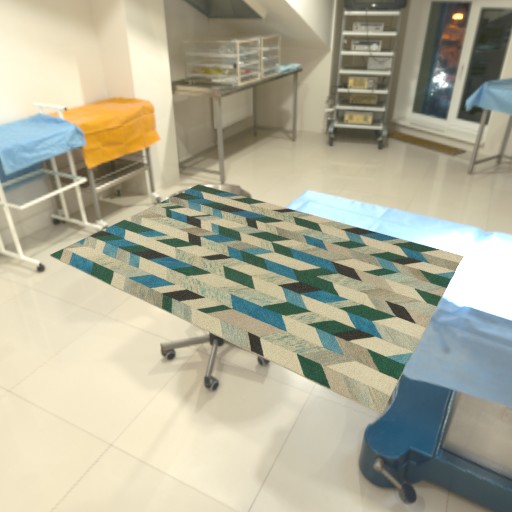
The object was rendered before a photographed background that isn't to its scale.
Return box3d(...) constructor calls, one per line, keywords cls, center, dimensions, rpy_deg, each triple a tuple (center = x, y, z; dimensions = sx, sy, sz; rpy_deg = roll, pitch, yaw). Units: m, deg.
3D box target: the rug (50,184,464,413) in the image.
box3d(cls="rug", center=(0.000, 0.000, 2.336), dimensions=(1.827, 0.005, 1.229), rpy_deg=(19, 36, 29))
